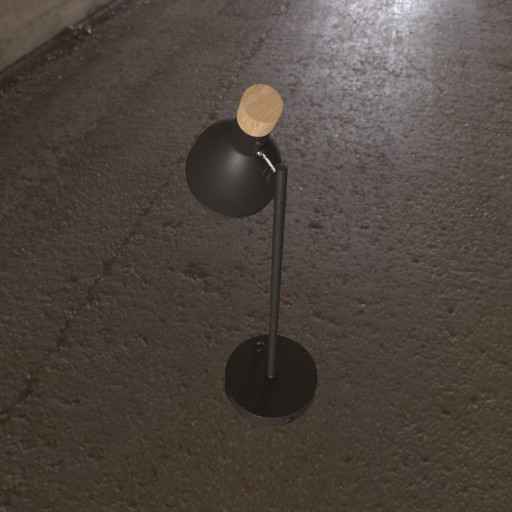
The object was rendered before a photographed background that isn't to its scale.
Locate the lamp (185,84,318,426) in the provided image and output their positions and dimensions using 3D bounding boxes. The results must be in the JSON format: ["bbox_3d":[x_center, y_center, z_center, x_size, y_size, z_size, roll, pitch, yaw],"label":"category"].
[{"bbox_3d":[0.000,0.000,0.606,0.152,0.483,0.287,-16,49,-14],"label":"lamp"}]
